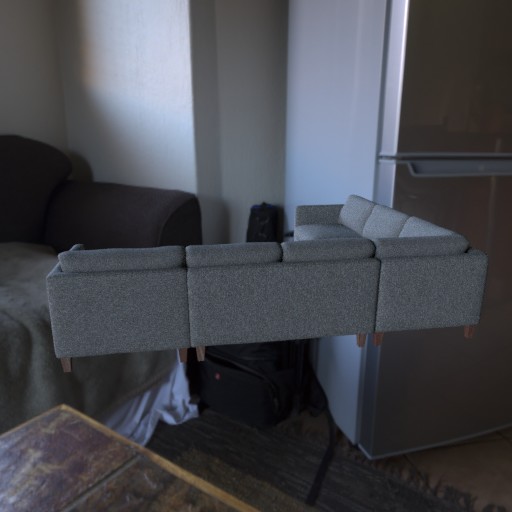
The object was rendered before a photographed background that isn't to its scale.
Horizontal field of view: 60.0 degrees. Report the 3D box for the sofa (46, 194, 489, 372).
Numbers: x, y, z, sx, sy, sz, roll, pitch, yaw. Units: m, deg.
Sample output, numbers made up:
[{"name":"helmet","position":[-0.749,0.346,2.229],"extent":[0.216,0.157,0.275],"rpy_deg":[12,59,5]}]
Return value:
[{"name":"sofa","position":[0.000,0.000,4.377],"extent":[3.238,0.853,2.551],"rpy_deg":[-3,16,-9]}]
